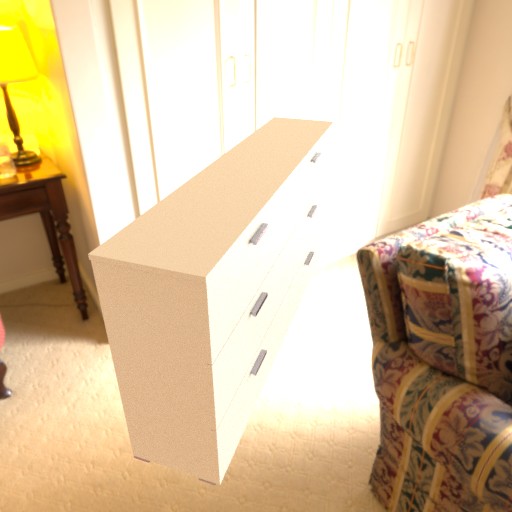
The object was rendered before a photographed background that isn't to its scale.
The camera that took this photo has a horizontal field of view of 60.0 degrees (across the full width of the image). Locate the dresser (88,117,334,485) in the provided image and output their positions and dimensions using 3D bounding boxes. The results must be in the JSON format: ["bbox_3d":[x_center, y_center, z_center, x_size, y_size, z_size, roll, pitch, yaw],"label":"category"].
[{"bbox_3d":[0.000,0.000,1.862,0.333,0.790,1.535,10,32,17],"label":"dresser"}]
